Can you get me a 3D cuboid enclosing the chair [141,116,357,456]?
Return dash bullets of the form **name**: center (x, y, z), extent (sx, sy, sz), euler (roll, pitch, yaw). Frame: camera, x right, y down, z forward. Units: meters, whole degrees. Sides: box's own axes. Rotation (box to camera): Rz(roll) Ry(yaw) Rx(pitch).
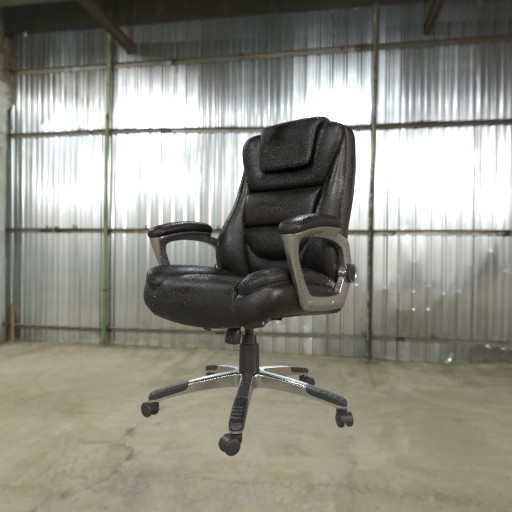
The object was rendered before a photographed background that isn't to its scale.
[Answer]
- **chair**: center (0.000, 0.000, 1.552), extent (0.697, 1.075, 0.689), euler (1, 1, 38)
